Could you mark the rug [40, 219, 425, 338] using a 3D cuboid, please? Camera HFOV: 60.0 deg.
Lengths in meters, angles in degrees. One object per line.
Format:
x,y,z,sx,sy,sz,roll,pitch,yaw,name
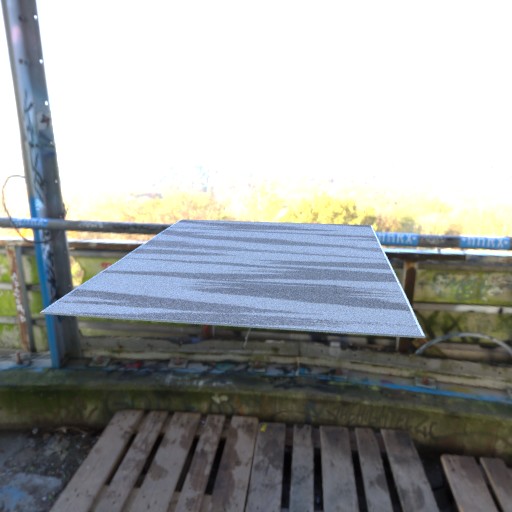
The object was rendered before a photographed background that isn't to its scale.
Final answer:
0.000,0.000,4.034,2.353,0.014,2.945,2,16,8,rug
